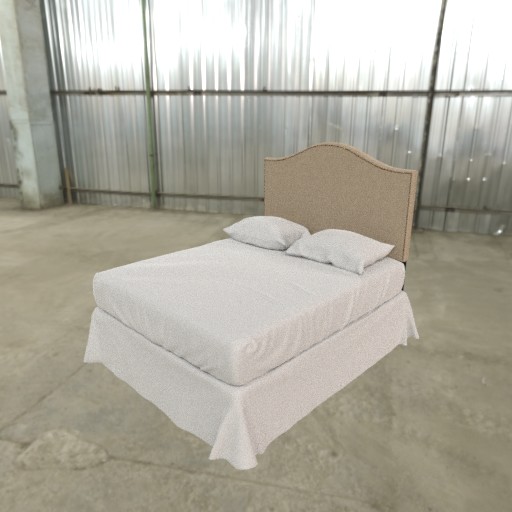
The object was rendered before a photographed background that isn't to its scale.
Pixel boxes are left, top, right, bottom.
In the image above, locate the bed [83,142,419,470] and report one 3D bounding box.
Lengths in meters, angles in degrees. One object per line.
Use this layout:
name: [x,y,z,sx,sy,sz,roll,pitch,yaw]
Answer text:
bed: [0.000,0.000,3.468,1.876,1.645,2.221,16,24,41]
